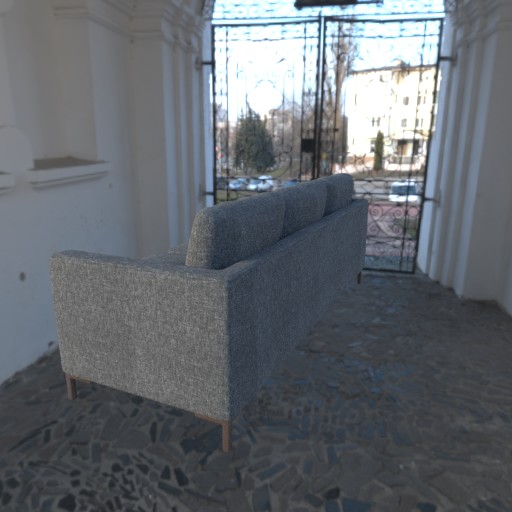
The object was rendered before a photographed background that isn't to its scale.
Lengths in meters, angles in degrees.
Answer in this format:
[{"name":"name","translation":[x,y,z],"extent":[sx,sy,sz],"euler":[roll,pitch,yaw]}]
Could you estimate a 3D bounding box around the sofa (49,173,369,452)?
[{"name":"sofa","translation":[0.000,0.000,2.631],"extent":[0.859,0.874,2.218],"euler":[7,16,25]}]
